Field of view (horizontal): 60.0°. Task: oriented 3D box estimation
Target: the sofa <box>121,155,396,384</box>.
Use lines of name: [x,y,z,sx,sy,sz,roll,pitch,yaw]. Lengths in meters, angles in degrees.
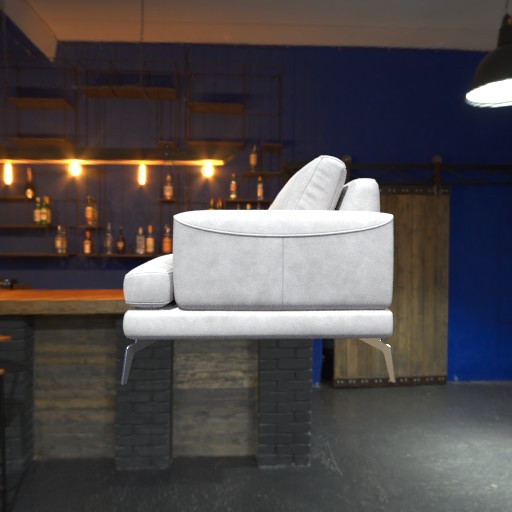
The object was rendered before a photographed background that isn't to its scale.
sofa: [0.000,0.000,2.517,0.980,0.830,2.013,0,2,-1]
